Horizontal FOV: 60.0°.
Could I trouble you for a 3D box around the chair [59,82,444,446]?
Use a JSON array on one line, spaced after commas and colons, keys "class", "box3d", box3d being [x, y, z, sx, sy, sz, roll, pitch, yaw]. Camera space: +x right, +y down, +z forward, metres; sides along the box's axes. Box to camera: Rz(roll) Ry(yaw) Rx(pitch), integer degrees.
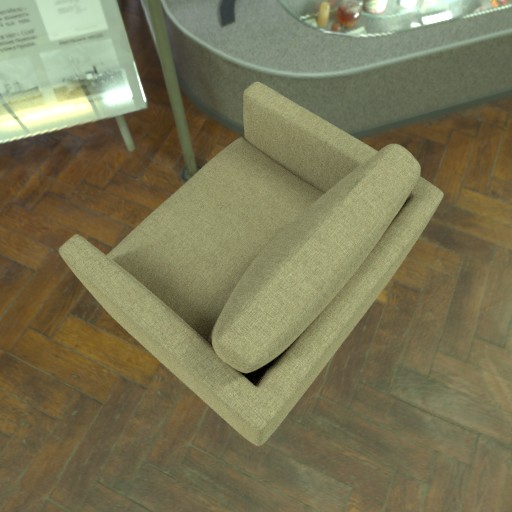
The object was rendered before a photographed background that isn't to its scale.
[{"class": "chair", "box3d": [0.000, 0.000, 1.836, 0.959, 0.987, 1.107, 37, 69, 17]}]
